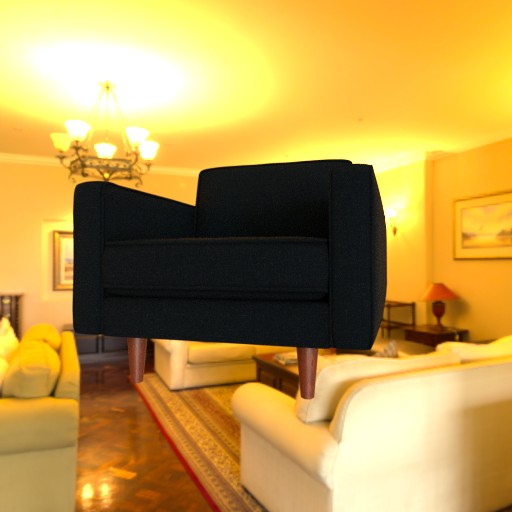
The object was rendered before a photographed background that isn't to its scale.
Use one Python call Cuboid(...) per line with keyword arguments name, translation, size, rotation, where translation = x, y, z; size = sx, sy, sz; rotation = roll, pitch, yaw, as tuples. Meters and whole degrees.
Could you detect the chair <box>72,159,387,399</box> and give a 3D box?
Cuboid(name="chair", translation=(0.000, 0.000, 1.609), size=(0.899, 0.770, 0.920), rotation=(0, -1, 18))
